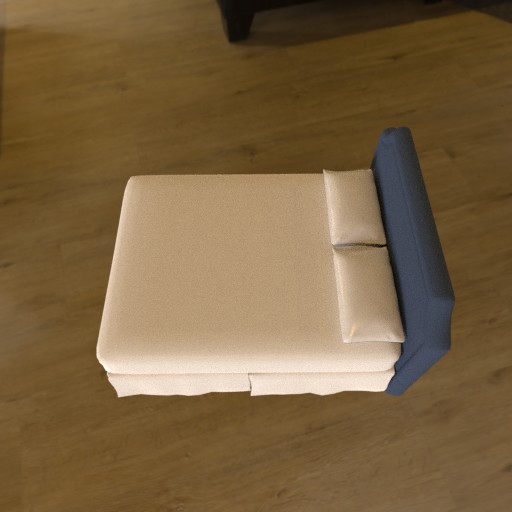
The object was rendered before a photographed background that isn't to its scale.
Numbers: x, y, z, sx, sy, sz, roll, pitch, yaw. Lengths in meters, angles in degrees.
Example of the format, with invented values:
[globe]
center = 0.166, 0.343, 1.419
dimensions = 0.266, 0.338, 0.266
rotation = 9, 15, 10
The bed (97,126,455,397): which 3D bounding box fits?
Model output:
[bed]
center = 0.000, 0.000, 3.379
dimensions = 2.260, 1.297, 1.831
rotation = -1, 59, 0
